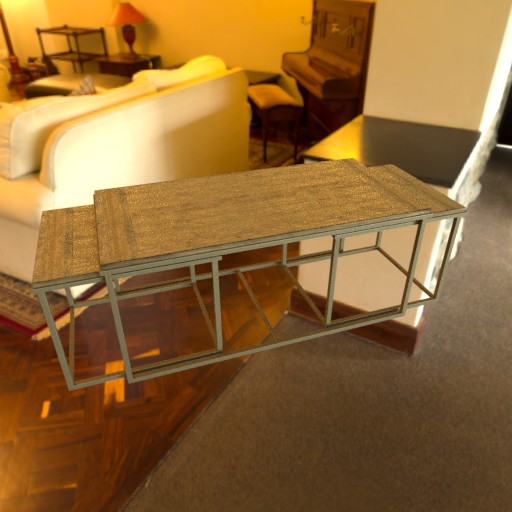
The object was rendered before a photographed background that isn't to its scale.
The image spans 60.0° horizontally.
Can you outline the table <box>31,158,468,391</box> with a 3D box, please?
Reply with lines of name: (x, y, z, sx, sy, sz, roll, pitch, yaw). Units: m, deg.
table: (0.000, 0.000, 1.522, 1.312, 0.427, 0.489, -10, 34, -16)
